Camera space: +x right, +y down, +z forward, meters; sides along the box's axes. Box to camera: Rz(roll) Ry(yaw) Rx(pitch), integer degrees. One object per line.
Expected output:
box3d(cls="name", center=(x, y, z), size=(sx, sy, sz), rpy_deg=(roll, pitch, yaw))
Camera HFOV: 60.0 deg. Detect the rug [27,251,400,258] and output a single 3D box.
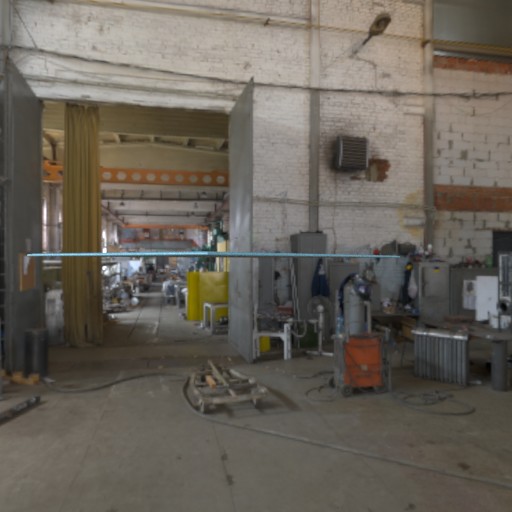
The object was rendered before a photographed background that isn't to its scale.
box3d(cls="rug", center=(0.000, 0.000, 1.474), size=(0.604, 0.007, 1.219), rpy_deg=(0, -1, 34))
